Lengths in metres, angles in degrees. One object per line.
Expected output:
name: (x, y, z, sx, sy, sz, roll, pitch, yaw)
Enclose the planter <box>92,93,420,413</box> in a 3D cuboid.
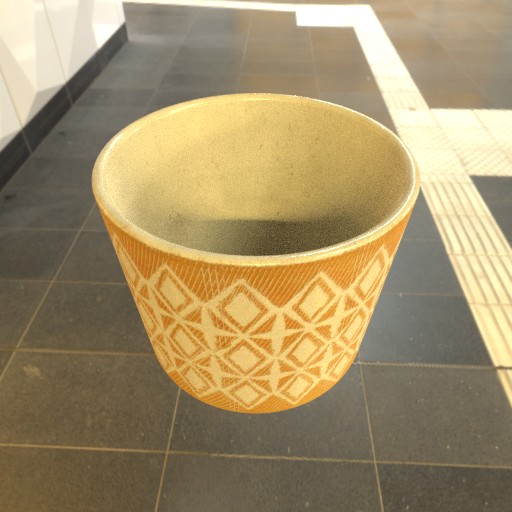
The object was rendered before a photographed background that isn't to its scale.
planter: (0.000, 0.000, 0.324, 0.193, 0.165, 0.193, 0, 42, 0)
